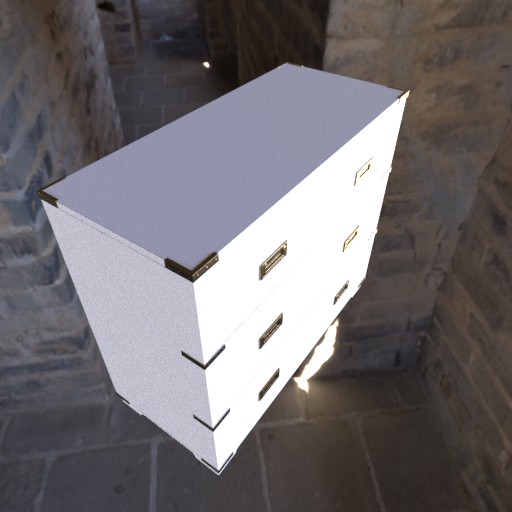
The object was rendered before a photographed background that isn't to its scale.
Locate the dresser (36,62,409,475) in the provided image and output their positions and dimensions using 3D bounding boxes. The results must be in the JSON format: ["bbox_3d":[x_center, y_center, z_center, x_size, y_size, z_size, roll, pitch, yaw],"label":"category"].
[{"bbox_3d":[0.000,0.000,1.483,0.460,0.891,1.022,25,48,26],"label":"dresser"}]
